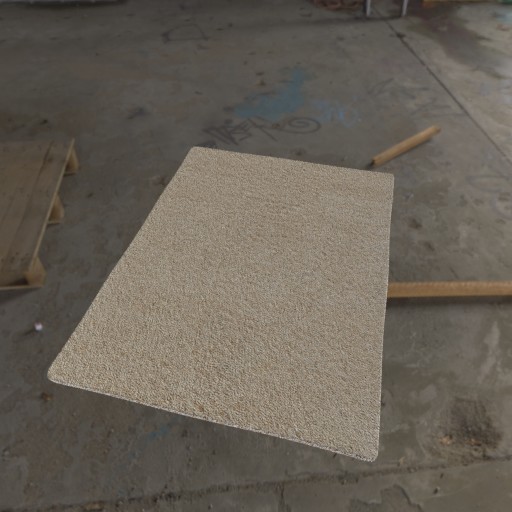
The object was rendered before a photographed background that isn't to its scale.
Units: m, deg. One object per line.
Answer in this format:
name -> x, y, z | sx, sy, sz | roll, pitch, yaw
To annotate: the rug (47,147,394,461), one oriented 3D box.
rug -> 0.000, 0.000, 2.061 | 1.200, 0.027, 1.600 | 10, 47, 10
